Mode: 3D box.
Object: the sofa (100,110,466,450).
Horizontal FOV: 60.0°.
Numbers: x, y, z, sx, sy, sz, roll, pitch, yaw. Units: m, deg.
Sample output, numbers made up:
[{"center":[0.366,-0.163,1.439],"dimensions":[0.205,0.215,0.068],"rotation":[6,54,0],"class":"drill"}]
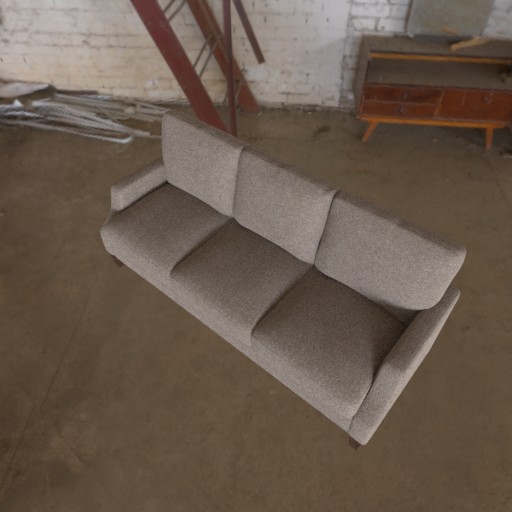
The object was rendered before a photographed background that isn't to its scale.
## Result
[{"center":[0.000,0.000,2.646],"dimensions":[2.115,0.984,0.888],"rotation":[32,54,27],"class":"sofa"}]
